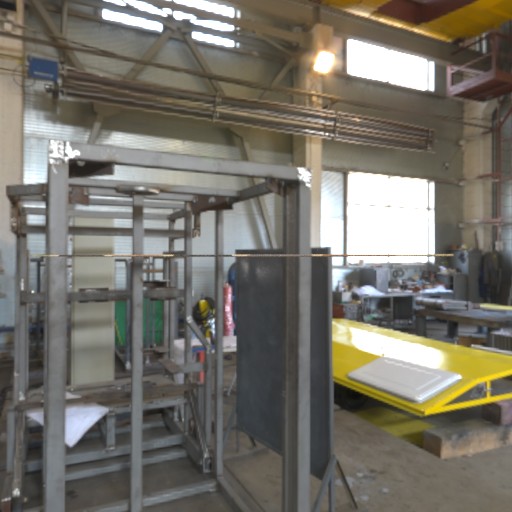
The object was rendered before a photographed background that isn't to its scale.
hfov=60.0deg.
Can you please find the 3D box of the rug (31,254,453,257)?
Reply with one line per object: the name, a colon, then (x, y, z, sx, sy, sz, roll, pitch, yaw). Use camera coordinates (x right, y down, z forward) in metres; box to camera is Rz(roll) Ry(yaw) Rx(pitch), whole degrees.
rug: (0.000, 0.000, 2.363, 1.828, 0.006, 1.216, 0, 0, 19)
